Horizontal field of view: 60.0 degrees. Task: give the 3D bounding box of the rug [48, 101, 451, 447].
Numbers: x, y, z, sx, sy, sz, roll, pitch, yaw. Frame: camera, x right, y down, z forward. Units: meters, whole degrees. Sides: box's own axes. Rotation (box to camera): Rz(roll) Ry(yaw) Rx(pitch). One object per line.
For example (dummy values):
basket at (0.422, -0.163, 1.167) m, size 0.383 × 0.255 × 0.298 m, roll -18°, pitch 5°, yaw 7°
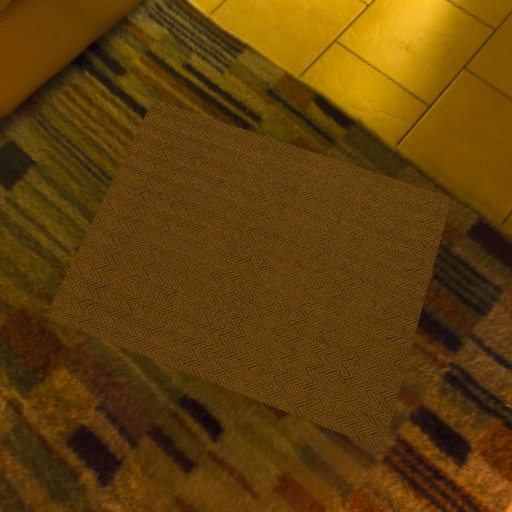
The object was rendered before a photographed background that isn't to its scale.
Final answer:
rug at (0.000, 0.000, 4.209) m, size 3.207 × 0.014 × 2.439 m, roll 20°, pitch 76°, yaw 5°
